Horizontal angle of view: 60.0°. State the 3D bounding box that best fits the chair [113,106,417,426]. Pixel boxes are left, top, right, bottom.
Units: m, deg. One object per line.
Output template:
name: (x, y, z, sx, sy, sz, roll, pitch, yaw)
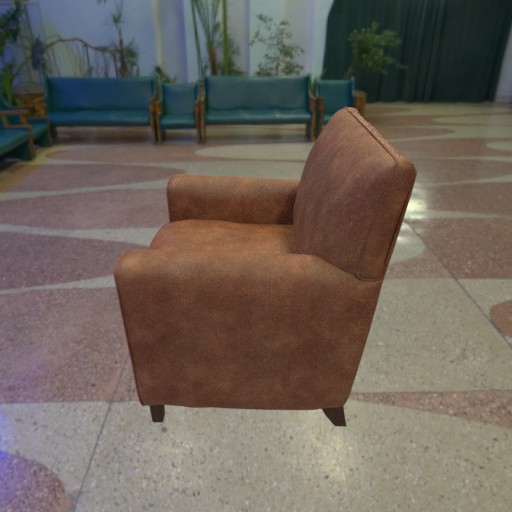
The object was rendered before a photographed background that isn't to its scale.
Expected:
chair: (0.000, 0.000, 1.643, 0.823, 0.943, 0.870, 0, 28, 1)
